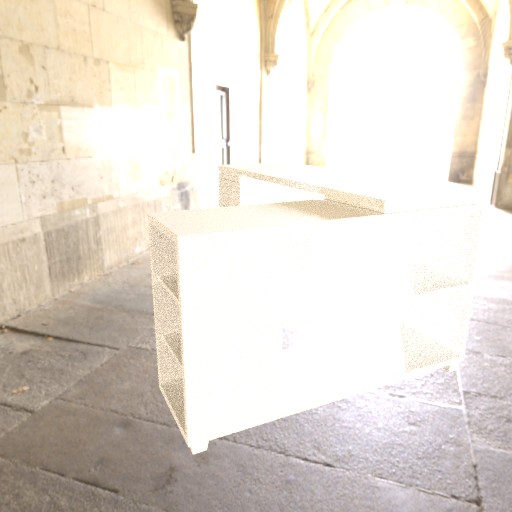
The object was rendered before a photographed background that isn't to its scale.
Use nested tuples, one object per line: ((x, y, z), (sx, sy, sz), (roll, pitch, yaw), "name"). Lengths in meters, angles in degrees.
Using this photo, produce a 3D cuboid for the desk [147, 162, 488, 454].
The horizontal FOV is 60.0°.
((0.000, 0.000, 2.176), (1.199, 0.759, 1.524), (-8, 18, -25), "desk")
